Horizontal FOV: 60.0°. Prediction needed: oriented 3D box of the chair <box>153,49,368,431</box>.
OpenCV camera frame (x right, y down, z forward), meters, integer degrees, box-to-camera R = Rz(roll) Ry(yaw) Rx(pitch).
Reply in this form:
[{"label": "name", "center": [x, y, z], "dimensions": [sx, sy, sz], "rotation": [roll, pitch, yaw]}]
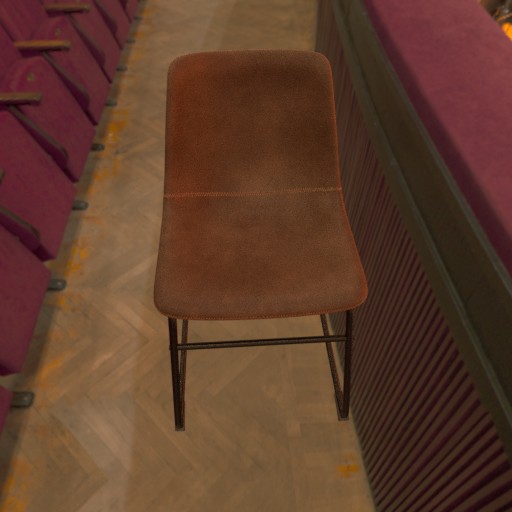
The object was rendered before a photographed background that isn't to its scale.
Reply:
[{"label": "chair", "center": [0.000, 0.000, 1.082], "dimensions": [0.460, 0.780, 0.551], "rotation": [-3, 47, -2]}]
